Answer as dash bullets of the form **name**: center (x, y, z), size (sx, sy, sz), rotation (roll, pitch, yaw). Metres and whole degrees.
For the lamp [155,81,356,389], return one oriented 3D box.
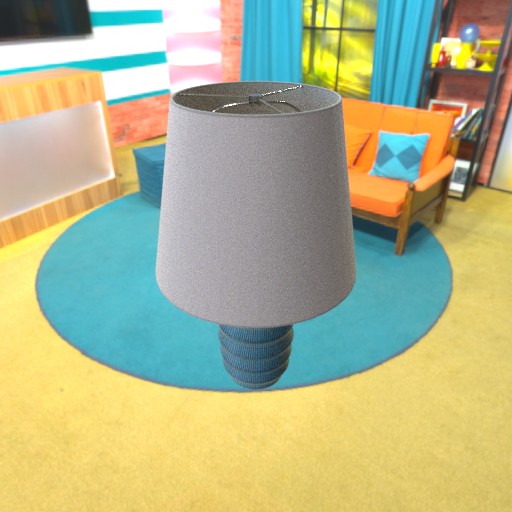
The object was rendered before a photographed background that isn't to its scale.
- **lamp**: center (0.000, 0.000, 0.565), size (0.254, 0.392, 0.254), rotation (0, 31, 0)
